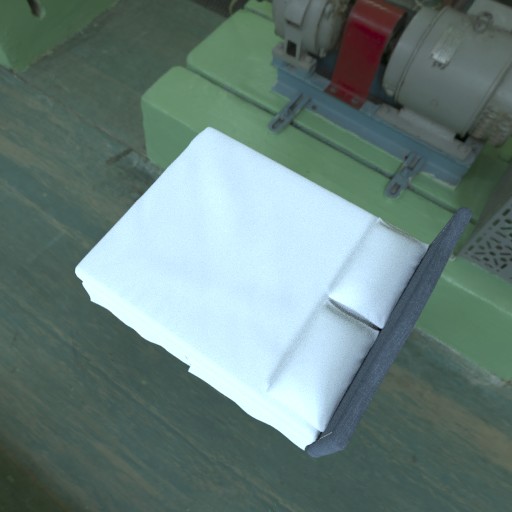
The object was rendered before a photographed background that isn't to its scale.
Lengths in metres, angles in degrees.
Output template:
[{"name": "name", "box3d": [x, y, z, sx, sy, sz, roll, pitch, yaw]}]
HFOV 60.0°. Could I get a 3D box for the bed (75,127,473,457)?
[{"name": "bed", "box3d": [0.000, 0.000, 3.933, 2.689, 1.457, 2.161, 32, 68, 14]}]
